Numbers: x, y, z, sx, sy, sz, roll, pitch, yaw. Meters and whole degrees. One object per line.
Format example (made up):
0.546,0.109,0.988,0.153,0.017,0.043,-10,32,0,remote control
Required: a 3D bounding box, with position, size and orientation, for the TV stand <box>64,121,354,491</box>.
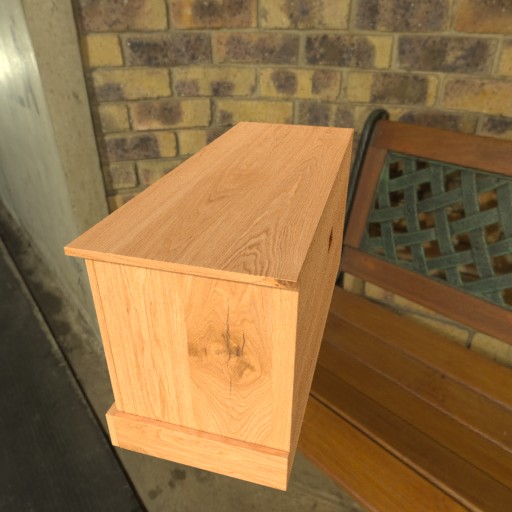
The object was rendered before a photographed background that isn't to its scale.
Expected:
0.000,0.000,1.345,0.440,0.550,1.080,8,30,14,TV stand
